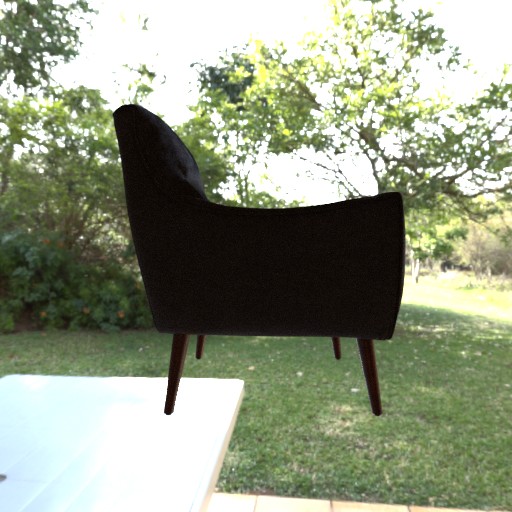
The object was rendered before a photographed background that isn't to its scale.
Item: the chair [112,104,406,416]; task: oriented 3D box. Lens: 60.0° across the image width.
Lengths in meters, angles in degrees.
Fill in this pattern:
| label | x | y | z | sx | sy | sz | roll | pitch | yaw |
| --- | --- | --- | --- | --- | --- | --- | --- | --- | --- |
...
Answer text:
| label | x | y | z | sx | sy | sz | roll | pitch | yaw |
| --- | --- | --- | --- | --- | --- | --- | --- | --- | --- |
| chair | 0.000 | 0.000 | 1.475 | 0.787 | 0.838 | 0.762 | 0 | 1 | 0 |
